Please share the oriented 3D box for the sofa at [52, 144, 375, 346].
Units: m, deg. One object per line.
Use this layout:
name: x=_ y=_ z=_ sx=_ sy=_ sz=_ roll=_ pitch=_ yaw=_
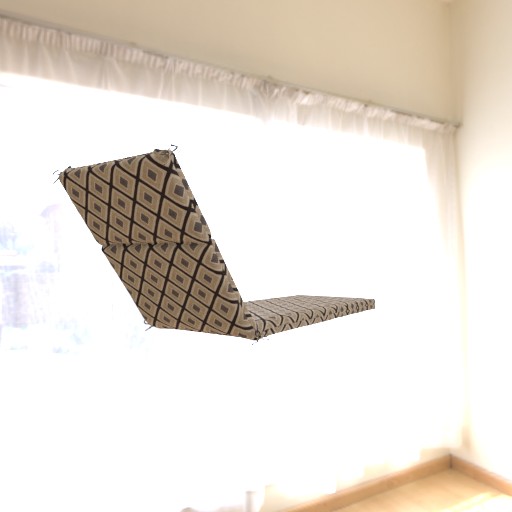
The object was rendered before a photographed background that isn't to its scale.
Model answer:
sofa: x=0.000 y=0.000 z=2.008 sx=0.582 sy=0.622 sz=1.663 roll=0 pitch=-1 yaw=35
